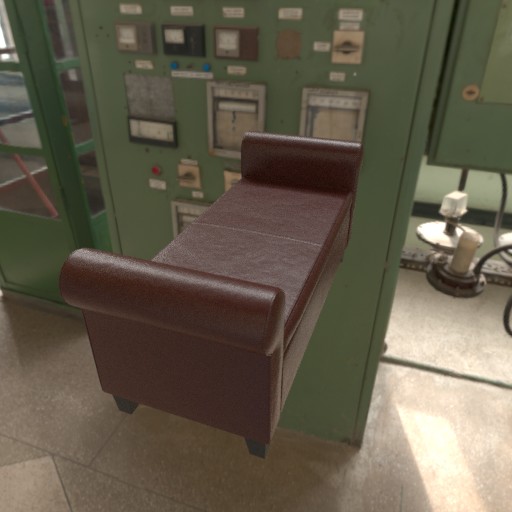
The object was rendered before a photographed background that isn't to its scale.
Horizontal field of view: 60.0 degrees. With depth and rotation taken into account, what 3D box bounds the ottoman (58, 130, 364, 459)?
[{"bbox_3d":[0.000,0.000,1.553,0.521,0.547,1.256,11,32,17],"label":"ottoman"}]
